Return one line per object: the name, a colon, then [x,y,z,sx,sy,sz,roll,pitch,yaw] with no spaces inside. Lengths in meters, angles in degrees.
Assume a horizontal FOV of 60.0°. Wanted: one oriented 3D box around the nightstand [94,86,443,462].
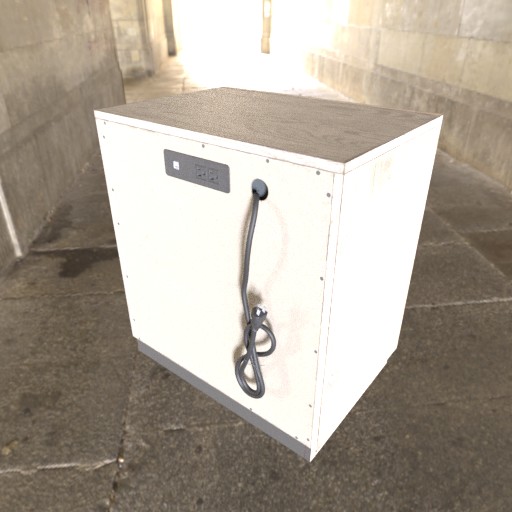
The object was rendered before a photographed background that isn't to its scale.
nightstand: [0.000,0.000,1.081,0.612,0.673,0.483,21,36,33]
